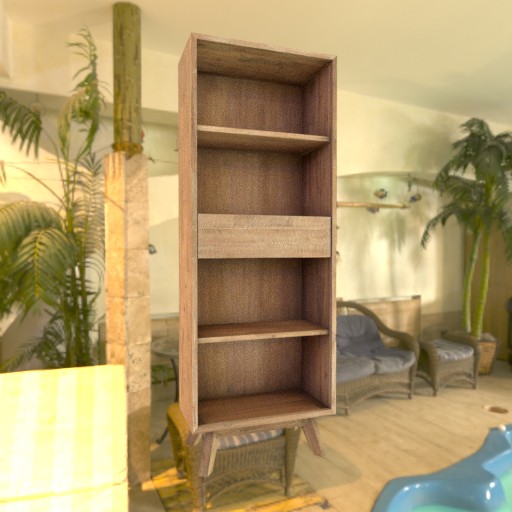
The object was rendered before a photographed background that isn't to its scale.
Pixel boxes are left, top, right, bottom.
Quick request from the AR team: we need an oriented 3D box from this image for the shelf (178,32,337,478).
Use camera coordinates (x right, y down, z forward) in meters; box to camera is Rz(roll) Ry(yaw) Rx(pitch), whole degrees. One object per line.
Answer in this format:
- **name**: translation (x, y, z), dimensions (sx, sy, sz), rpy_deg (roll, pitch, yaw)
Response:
- **shelf**: translation (0.000, 0.000, 1.527), dimensions (0.491, 1.342, 0.267), rpy_deg (0, 1, -19)
